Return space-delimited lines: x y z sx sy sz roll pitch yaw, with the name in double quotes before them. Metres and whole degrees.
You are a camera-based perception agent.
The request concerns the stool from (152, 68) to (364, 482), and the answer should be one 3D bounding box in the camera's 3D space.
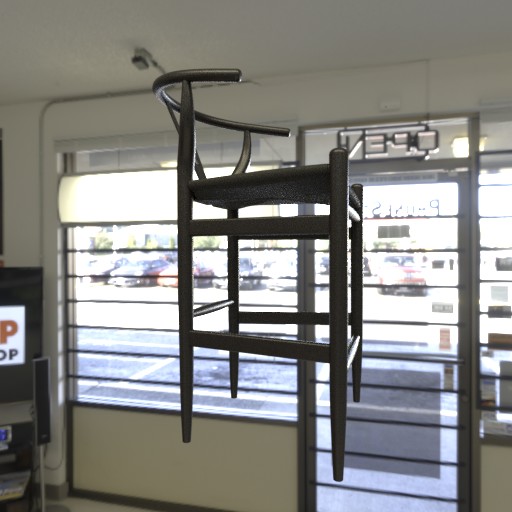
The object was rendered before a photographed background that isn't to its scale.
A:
"stool" 0.000 0.000 1.293 0.579 0.970 0.569 0 1 17
